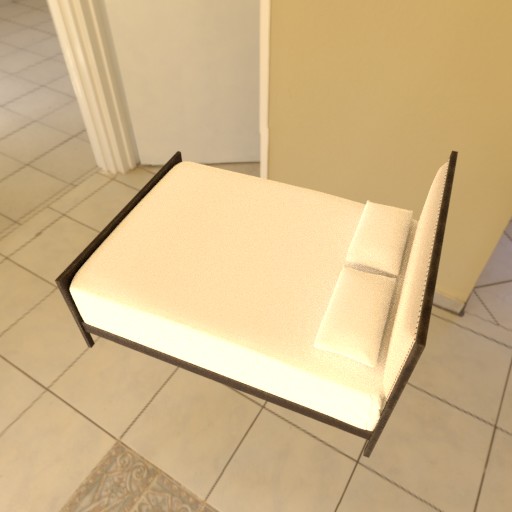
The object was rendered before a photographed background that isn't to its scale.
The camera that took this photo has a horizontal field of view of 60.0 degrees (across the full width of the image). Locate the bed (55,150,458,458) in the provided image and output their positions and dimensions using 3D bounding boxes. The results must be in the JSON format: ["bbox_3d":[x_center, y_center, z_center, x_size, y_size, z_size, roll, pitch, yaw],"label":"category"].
[{"bbox_3d":[0.000,0.000,3.171,2.221,1.313,1.607,16,48,15],"label":"bed"}]
